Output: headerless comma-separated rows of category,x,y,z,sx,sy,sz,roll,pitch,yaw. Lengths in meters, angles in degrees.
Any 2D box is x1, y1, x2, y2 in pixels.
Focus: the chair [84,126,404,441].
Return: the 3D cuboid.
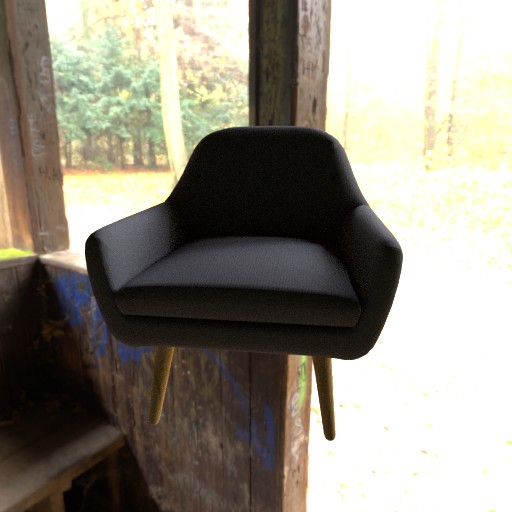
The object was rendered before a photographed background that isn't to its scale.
chair,0.000,0.000,1.394,0.770,0.800,0.779,2,15,8
